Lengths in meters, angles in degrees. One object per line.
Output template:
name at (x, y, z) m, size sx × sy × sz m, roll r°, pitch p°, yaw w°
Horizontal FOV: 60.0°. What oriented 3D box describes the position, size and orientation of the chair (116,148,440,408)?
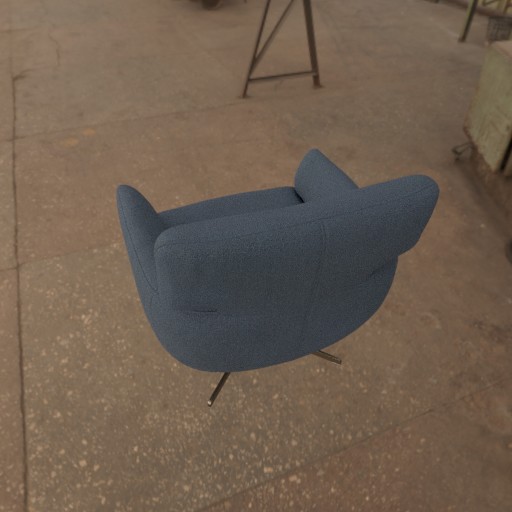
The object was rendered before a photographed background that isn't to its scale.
chair at (0.000, 0.000, 1.360) m, size 0.738 × 0.813 × 0.761 m, roll -14°, pitch 44°, yaw -14°
